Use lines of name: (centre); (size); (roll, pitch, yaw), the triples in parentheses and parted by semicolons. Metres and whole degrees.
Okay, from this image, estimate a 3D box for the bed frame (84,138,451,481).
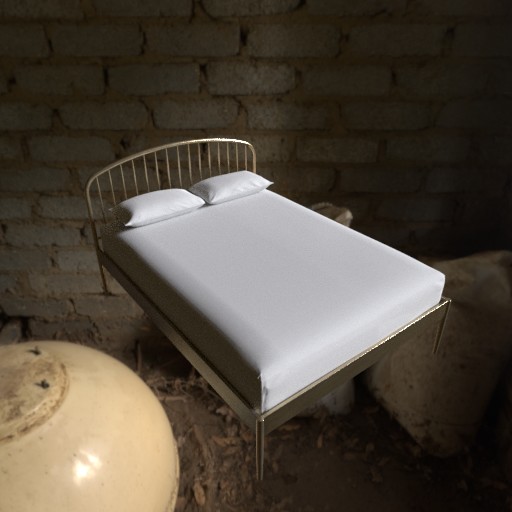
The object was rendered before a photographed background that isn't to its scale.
bed frame: (0.000, 0.000, 3.172); (1.612, 1.175, 2.152); (-21, 36, -32)
